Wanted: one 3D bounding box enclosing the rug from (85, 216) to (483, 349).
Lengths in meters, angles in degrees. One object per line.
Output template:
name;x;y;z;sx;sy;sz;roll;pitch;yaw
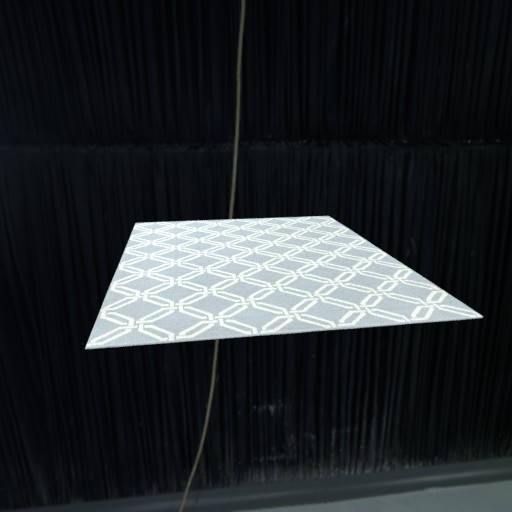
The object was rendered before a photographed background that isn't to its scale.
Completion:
rug;0.000;0.000;3.844;2.288;0.018;2.895;-3;18;-9
